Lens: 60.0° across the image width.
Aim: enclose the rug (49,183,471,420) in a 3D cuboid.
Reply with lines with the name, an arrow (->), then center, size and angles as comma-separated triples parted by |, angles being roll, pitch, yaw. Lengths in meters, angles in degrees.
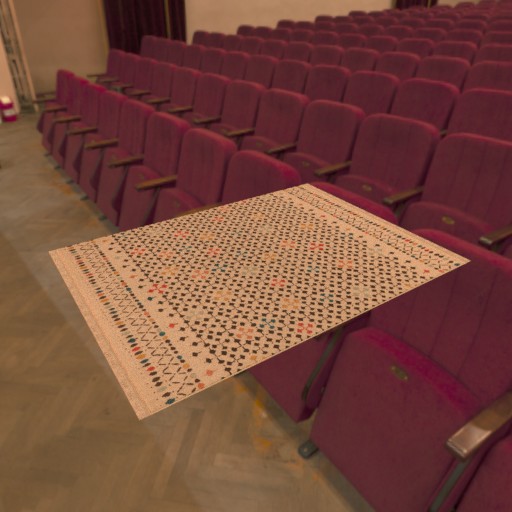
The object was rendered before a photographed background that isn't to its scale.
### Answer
rug -> 0.000, 0.000, 2.028 | 1.556, 0.006, 1.146 | -19, 35, -29
